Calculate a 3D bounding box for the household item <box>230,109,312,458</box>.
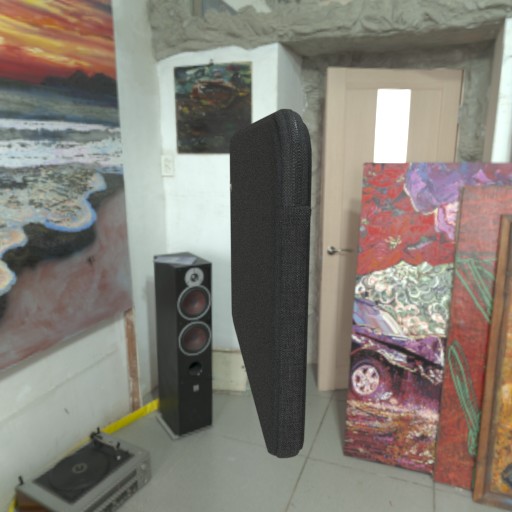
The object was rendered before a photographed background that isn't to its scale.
[{"bbox_3d":[0.000,0.000,0.528,0.030,0.305,0.396,-2,13,-8],"label":"household item"}]
